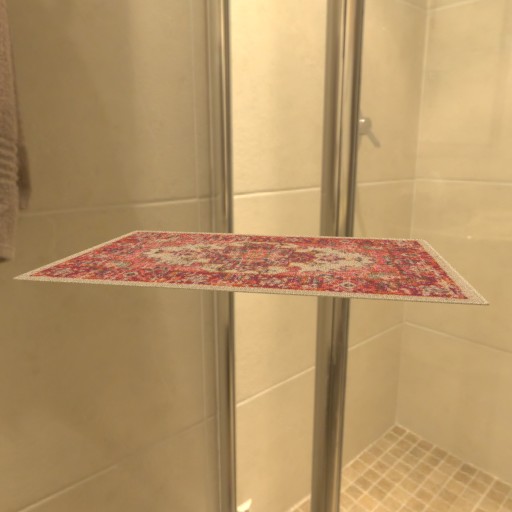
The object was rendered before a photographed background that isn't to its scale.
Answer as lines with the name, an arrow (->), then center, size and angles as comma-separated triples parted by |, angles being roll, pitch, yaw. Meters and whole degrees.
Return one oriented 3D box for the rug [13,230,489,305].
rug -> 0.000, 0.000, 1.055 | 0.868, 0.004, 0.556 | 2, 13, 10
